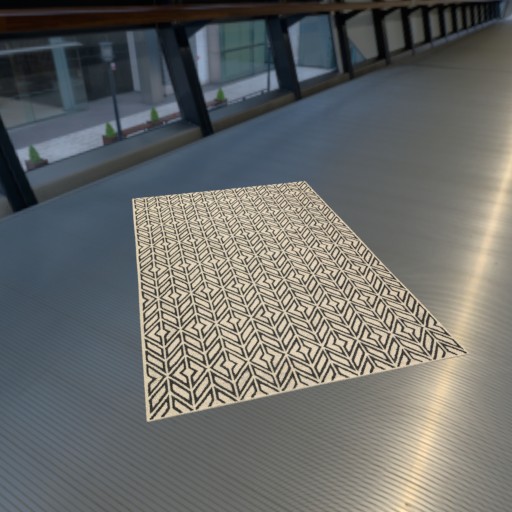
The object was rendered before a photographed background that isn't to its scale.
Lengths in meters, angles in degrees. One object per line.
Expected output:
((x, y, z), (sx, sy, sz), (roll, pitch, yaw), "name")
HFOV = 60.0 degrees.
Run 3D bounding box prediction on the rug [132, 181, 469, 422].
((0.000, 0.000, 2.331), (1.220, 0.007, 1.828), (-8, 32, -13), "rug")
